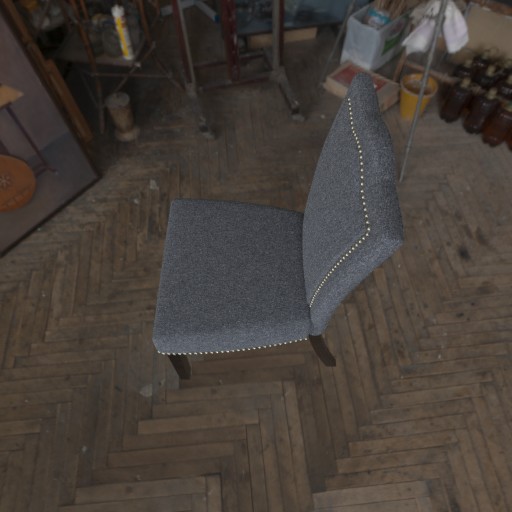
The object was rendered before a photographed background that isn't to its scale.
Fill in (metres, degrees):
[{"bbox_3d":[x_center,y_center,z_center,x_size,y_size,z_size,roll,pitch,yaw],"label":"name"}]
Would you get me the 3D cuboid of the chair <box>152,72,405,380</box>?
[{"bbox_3d":[0.000,0.000,1.320,0.589,0.946,0.518,0,58,0],"label":"chair"}]
